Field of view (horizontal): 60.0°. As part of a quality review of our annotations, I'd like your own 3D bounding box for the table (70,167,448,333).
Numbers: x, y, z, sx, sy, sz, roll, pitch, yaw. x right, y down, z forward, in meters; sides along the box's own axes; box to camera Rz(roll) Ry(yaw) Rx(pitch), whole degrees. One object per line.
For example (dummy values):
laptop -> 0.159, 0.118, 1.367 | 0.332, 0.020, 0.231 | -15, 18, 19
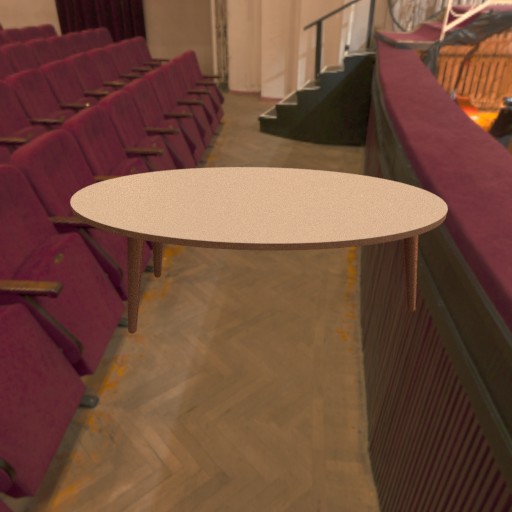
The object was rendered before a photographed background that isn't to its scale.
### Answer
table -> 0.000, 0.000, 1.390 | 1.083, 0.390, 0.542 | 2, 31, 3
